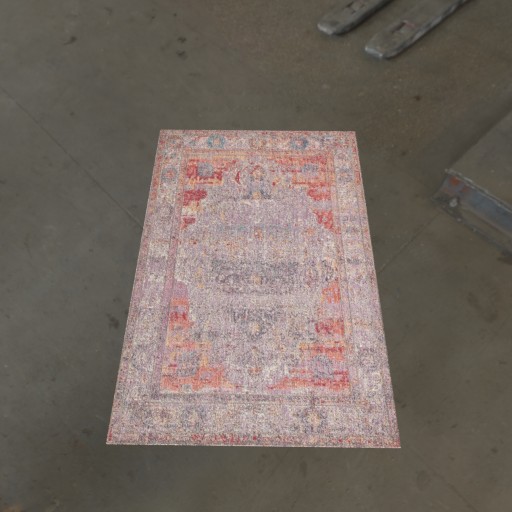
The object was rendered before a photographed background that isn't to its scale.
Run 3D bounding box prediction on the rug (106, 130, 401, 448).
[{"bbox_3d":[0.000,0.000,2.301,1.219,0.005,1.829,1,59,0],"label":"rug"}]
